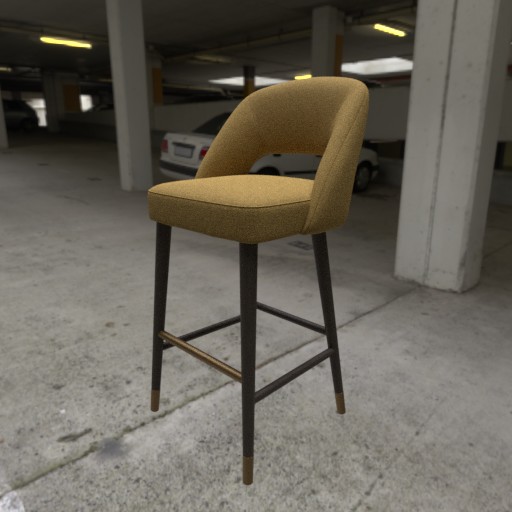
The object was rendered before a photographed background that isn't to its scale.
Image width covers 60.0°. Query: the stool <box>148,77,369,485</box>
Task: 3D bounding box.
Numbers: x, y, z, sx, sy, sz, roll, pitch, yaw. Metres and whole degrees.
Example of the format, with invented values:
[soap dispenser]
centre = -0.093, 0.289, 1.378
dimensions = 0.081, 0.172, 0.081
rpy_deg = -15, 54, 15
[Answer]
[stool]
centre = 0.000, 0.000, 1.325
dimensions = 0.522, 1.032, 0.536
rpy_deg = -15, 22, -43
